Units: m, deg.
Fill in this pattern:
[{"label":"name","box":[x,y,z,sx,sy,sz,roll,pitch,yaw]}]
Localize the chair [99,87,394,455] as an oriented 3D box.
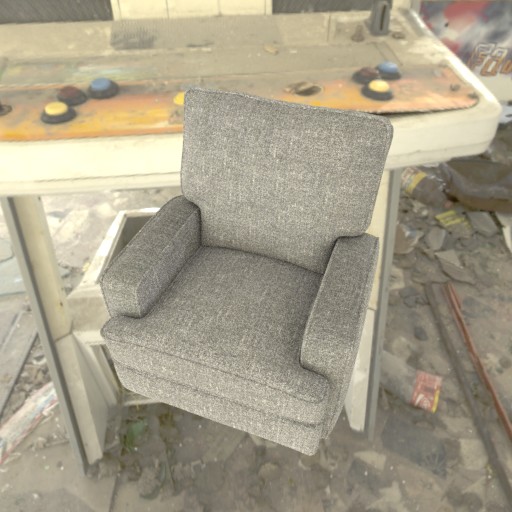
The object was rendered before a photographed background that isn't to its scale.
[{"label":"chair","box":[0.000,0.000,1.633,0.861,0.962,0.964,14,44,14]}]
